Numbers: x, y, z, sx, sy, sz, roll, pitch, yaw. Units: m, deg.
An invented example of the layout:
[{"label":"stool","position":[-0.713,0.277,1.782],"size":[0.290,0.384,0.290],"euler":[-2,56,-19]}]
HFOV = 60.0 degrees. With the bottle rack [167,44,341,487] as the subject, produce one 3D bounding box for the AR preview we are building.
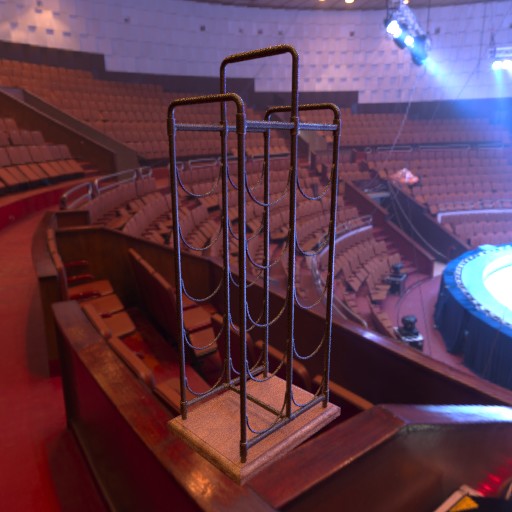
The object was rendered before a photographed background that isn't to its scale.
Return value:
[{"label":"bottle rack","position":[0.000,0.000,0.793],"size":[0.276,0.680,0.208],"euler":[-14,20,-43]}]
